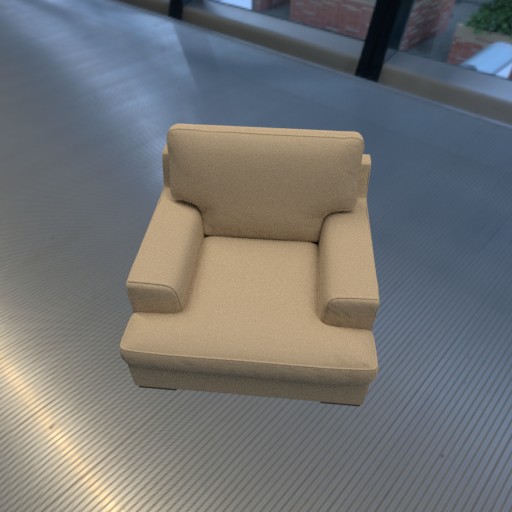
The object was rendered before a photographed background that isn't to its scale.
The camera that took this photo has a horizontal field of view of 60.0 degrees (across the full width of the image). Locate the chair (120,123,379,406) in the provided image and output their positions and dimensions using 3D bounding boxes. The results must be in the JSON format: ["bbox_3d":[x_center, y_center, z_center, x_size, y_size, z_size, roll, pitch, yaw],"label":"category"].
[{"bbox_3d":[0.000,0.000,2.284,1.293,1.005,1.274,-2,44,-2],"label":"chair"}]
